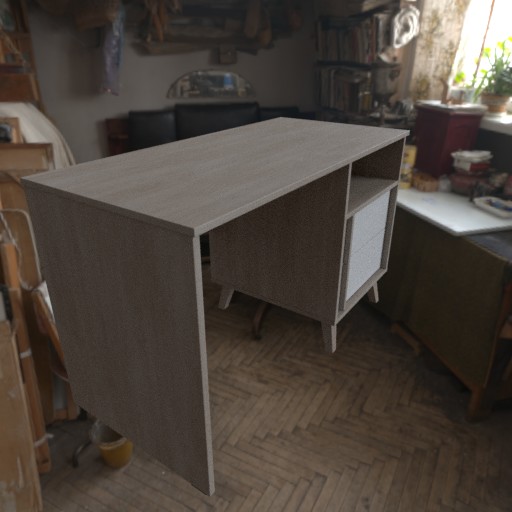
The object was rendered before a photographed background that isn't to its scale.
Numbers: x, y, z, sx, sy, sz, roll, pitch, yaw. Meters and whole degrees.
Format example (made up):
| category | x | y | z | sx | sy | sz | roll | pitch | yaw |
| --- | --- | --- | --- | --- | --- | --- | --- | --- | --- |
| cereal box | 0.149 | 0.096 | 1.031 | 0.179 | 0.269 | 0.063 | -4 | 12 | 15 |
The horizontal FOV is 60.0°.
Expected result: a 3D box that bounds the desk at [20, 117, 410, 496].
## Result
| category | x | y | z | sx | sy | sz | roll | pitch | yaw |
| --- | --- | --- | --- | --- | --- | --- | --- | --- | --- |
| desk | 0.000 | 0.000 | 1.605 | 0.600 | 0.770 | 1.251 | 17 | 30 | 31 |
